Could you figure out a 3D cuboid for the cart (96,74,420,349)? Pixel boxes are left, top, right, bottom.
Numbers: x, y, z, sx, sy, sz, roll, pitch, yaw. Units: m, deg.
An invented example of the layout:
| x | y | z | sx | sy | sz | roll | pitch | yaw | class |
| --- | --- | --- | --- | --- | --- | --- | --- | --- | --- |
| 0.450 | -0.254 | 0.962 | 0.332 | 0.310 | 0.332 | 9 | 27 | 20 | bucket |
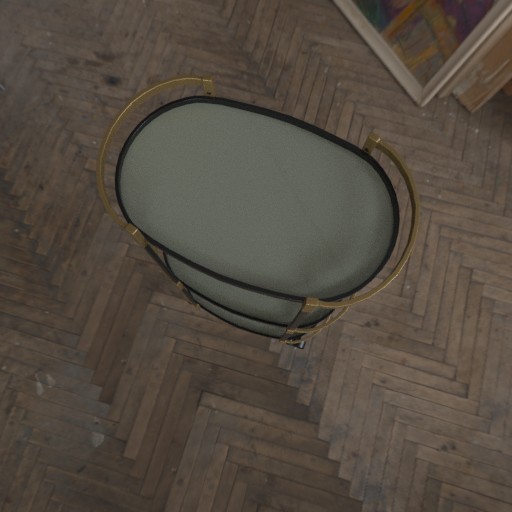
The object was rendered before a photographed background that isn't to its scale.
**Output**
| x | y | z | sx | sy | sz | roll | pitch | yaw | class |
| --- | --- | --- | --- | --- | --- | --- | --- | --- | --- |
| 0.000 | 0.000 | 1.114 | 0.515 | 0.885 | 0.311 | 21 | 76 | 6 | cart |
